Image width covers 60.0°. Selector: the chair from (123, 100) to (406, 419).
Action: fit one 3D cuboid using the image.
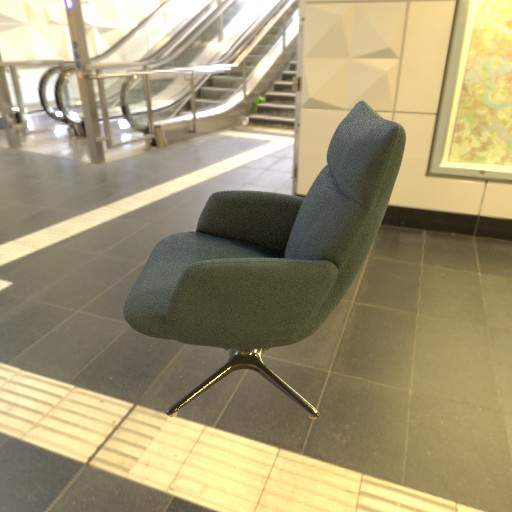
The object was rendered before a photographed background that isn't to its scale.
[{"bbox_3d":[0.000,0.000,1.607,0.889,1.016,0.711,0,26,1],"label":"chair"}]
